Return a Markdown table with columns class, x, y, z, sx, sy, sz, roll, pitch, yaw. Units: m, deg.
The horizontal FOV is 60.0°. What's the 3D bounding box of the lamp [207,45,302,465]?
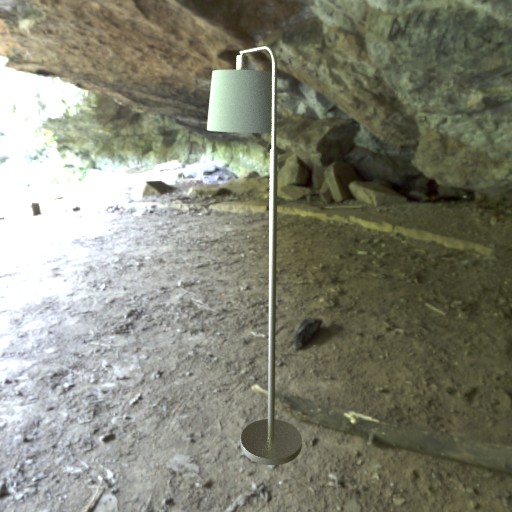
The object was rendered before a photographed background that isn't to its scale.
| class | x | y | z | sx | sy | sz | roll | pitch | yaw |
| --- | --- | --- | --- | --- | --- | --- | --- | --- | --- |
| lamp | 0.000 | 0.000 | 1.684 | 0.254 | 1.478 | 0.508 | -7 | 16 | -26 |
